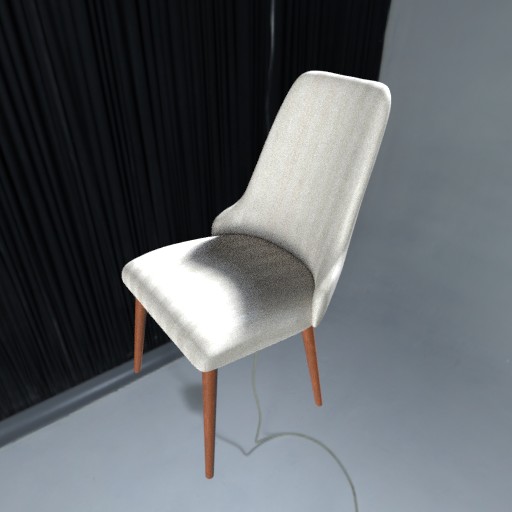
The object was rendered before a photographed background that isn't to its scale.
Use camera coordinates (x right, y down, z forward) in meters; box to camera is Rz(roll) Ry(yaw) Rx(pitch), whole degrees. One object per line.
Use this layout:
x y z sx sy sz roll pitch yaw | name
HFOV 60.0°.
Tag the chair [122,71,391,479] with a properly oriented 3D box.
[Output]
0.000 0.000 1.289 0.684 0.917 0.526 -21 37 -30 | chair
